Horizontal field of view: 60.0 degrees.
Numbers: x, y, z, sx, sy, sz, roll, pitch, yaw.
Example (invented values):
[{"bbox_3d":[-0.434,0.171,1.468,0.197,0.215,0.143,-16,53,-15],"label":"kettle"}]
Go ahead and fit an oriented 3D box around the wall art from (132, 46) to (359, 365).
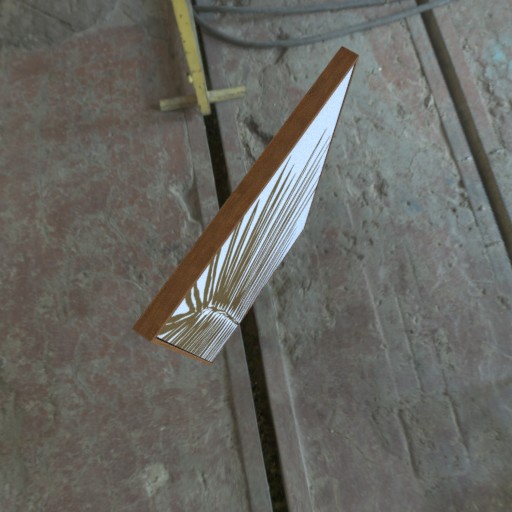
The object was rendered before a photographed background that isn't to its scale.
[{"bbox_3d":[0.000,0.000,1.165,0.037,0.914,0.610,33,77,9],"label":"wall art"}]
